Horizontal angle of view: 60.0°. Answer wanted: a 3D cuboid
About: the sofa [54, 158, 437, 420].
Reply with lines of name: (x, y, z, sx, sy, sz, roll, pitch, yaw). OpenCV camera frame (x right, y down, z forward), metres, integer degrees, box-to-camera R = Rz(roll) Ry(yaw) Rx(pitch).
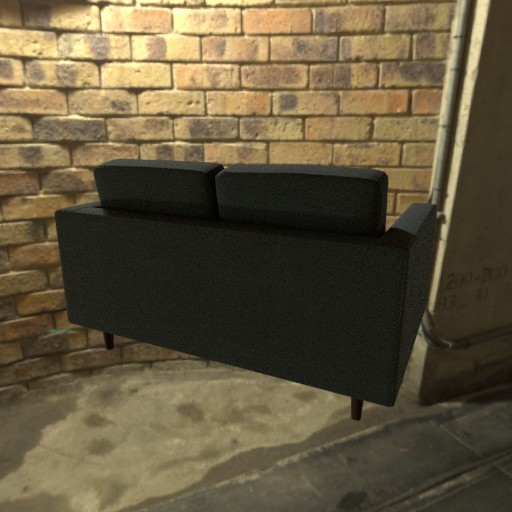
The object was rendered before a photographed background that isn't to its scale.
sofa: (0.000, 0.000, 2.142, 1.518, 0.930, 0.999, 8, 18, 25)
